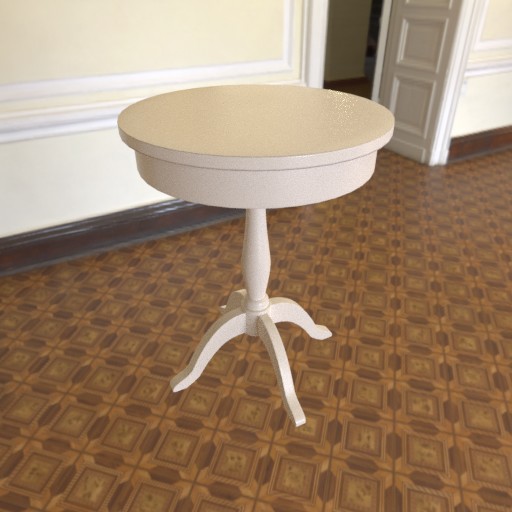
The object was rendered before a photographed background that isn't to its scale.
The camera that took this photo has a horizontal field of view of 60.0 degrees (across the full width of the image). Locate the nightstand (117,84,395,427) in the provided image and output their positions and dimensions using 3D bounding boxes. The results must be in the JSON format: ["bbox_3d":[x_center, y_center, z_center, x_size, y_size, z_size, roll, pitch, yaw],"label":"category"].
[{"bbox_3d":[0.000,0.000,1.018,0.513,0.653,0.513,-9,33,-14],"label":"nightstand"}]
